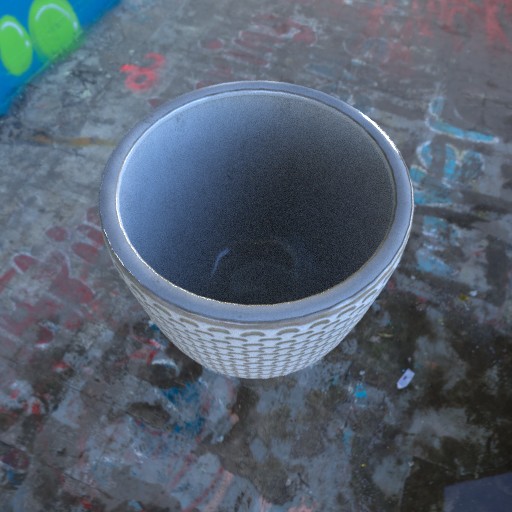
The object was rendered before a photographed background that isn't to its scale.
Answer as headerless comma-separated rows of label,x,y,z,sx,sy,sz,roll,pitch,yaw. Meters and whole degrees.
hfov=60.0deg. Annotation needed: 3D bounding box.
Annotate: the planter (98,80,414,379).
planter,0.000,0.000,0.309,0.173,0.160,0.173,0,58,0
